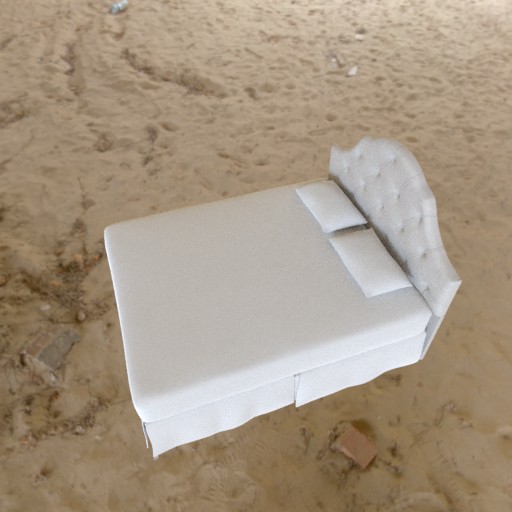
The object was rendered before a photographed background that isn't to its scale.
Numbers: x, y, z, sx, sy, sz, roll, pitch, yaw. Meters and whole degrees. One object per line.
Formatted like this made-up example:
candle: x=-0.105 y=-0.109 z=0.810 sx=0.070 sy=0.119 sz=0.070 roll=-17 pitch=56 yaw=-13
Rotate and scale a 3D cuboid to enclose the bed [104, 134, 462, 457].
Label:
bed: x=0.000 y=0.000 z=3.740 sx=2.477 sy=1.617 sz=2.039 roll=-14 pitch=48 yaw=-14
